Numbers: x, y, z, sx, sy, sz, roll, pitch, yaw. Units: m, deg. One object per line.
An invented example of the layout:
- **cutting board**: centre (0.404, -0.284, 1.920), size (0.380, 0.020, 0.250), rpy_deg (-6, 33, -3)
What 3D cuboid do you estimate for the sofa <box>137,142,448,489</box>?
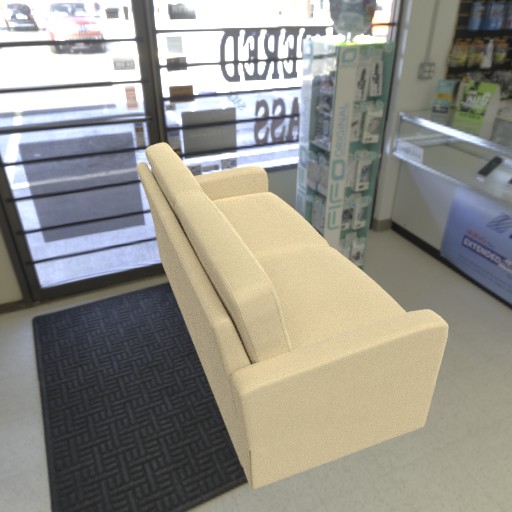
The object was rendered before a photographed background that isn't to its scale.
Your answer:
- **sofa**: centre (0.000, 0.000, 2.237), size (0.894, 0.831, 1.808), rpy_deg (-11, 32, -18)
